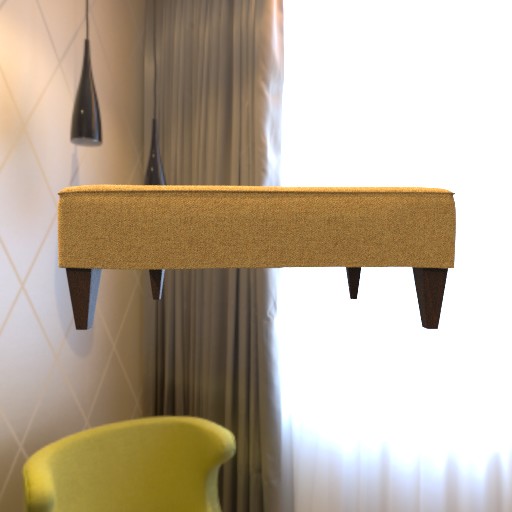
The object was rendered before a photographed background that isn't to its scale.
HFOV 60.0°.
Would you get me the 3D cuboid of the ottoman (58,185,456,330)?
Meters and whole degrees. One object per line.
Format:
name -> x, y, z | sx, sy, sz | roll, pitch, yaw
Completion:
ottoman -> 0.000, 0.000, 1.546 | 0.981, 0.378, 0.970 | 0, -1, 0
